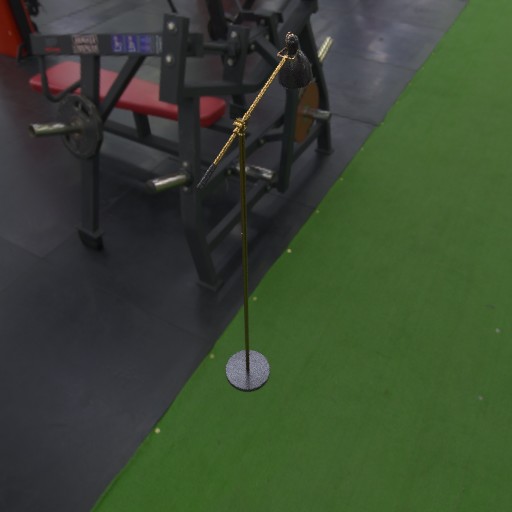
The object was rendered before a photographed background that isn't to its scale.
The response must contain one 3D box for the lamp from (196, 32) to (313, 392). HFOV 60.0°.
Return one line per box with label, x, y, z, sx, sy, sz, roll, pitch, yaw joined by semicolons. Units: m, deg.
lamp;0.000;0.000;1.824;0.235;1.628;0.618;24;51;22
